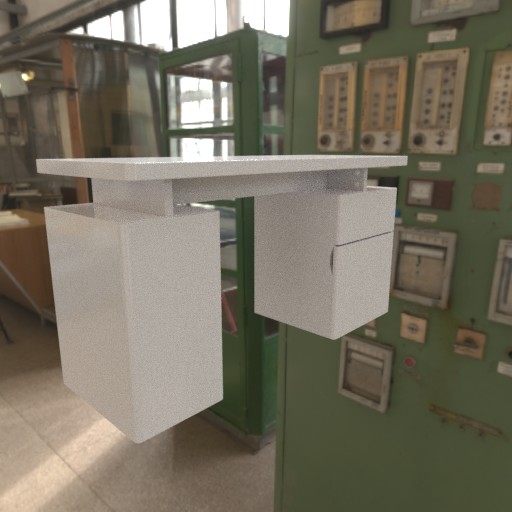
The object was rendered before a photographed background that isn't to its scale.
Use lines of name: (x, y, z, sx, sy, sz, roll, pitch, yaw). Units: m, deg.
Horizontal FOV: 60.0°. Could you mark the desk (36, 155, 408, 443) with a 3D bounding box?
desk: (0.000, 0.000, 1.753, 0.550, 0.762, 1.400, 13, 19, 42)
